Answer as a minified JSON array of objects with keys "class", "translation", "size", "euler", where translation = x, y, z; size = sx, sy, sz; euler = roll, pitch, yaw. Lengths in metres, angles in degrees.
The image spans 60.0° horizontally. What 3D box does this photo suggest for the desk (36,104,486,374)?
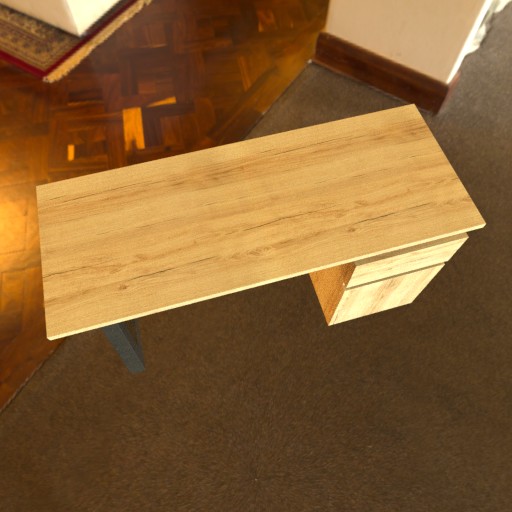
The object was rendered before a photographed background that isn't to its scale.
[{"class":"desk","translation":[0.000,0.000,1.814],"size":[1.400,0.760,0.550],"euler":[-14,64,-7]}]
